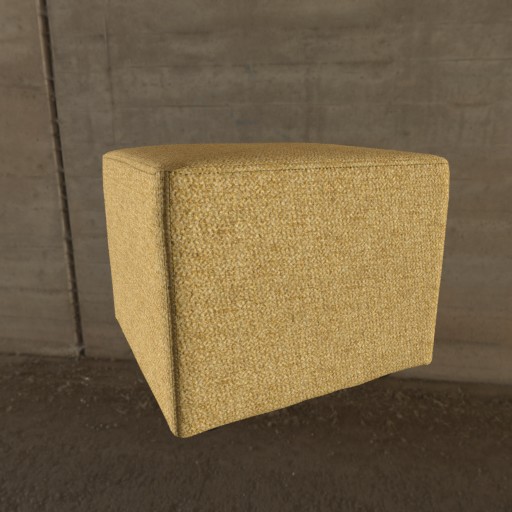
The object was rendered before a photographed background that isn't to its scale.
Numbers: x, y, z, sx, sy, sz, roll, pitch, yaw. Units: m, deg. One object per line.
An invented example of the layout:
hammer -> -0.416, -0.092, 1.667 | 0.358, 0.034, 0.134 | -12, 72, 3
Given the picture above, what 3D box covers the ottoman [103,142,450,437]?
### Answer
ottoman -> 0.000, 0.000, 0.897 | 0.512, 0.441, 0.505 | -8, 17, -26
